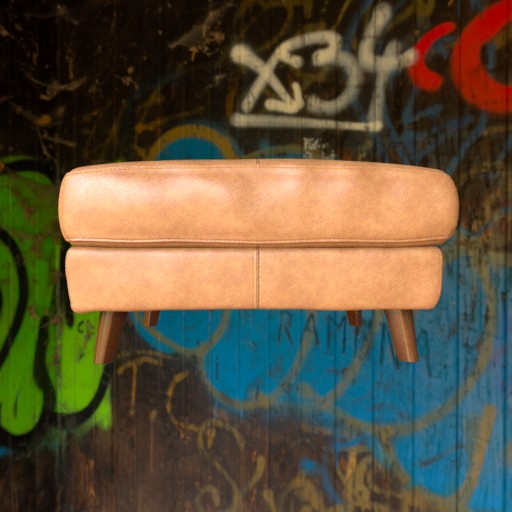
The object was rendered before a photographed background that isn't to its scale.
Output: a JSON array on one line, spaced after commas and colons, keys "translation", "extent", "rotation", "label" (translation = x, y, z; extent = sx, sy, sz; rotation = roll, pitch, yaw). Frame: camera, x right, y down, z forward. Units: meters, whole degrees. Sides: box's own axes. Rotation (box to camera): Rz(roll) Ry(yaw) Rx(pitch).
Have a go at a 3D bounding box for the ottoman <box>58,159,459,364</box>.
[{"translation": [0.000, 0.000, 1.213], "extent": [0.869, 0.461, 0.630], "rotation": [0, 1, -1], "label": "ottoman"}]
